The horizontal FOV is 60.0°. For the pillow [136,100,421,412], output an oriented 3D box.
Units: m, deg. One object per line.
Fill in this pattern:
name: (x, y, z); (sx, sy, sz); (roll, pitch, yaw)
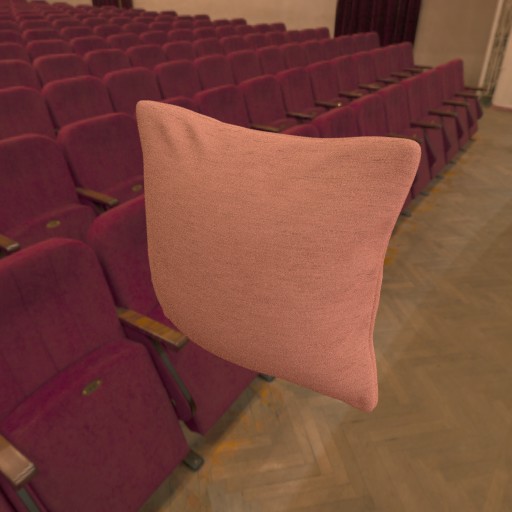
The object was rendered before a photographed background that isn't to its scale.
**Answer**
pillow: (0.000, 0.000, 0.673); (0.432, 0.415, 0.246); (18, 35, 29)
